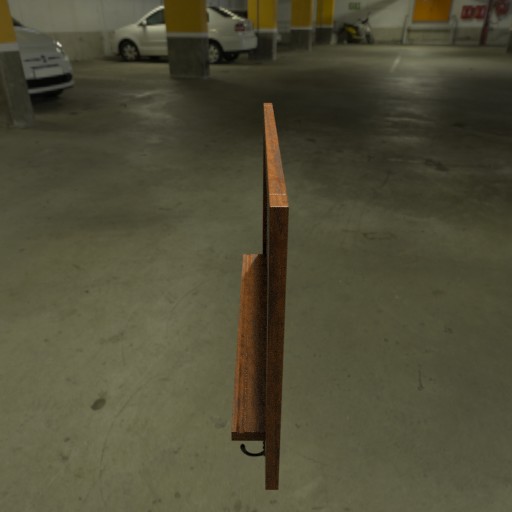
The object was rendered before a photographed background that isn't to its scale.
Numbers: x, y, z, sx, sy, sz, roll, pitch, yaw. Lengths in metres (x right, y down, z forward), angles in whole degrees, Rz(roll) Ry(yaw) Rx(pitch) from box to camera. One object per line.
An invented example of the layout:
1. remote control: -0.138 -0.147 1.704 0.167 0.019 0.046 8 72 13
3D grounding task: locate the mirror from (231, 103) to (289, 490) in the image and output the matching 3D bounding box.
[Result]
1. mirror: 0.000 0.000 0.993 0.084 0.537 0.758 0 28 0
